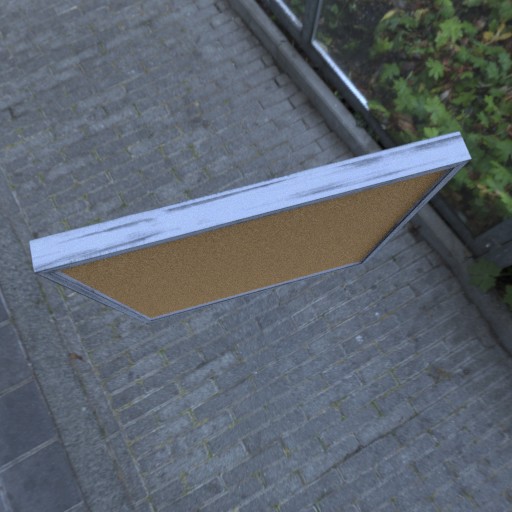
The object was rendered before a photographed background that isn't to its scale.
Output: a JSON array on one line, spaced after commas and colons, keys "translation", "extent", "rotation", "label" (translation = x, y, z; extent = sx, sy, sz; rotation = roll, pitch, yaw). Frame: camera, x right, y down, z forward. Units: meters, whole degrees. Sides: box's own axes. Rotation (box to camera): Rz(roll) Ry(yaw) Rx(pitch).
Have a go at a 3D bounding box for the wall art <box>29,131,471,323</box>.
[{"translation": [0.000, 0.000, 0.743], "extent": [0.506, 0.506, 0.038], "rotation": [-15, 76, -4], "label": "wall art"}]
